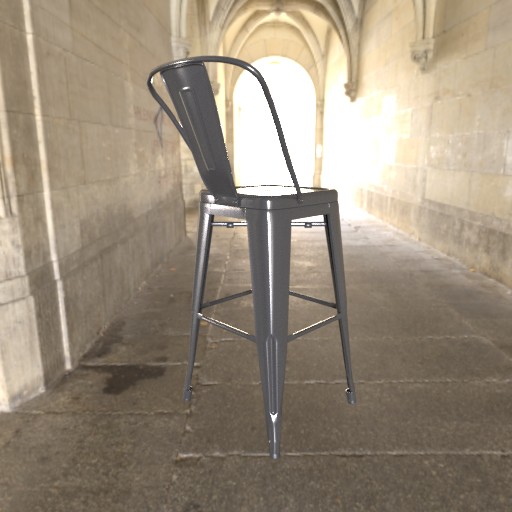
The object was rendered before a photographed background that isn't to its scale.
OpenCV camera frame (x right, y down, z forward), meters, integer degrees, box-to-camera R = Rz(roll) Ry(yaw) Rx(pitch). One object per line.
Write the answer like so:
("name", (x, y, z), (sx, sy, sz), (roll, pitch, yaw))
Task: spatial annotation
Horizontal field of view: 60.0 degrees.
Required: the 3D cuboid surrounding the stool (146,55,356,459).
("stool", (0.000, 0.000, 1.321), (0.528, 1.022, 0.432), (-13, 19, -43))
